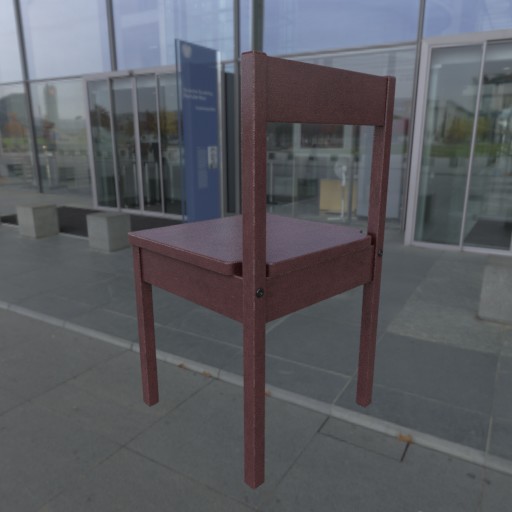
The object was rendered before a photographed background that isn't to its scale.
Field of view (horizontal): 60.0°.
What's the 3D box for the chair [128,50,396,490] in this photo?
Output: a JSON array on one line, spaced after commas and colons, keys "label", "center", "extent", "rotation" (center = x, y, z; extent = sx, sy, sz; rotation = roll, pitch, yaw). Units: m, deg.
[{"label": "chair", "center": [0.000, 0.000, 0.884], "extent": [0.367, 0.668, 0.361], "rotation": [-14, 20, -42]}]
